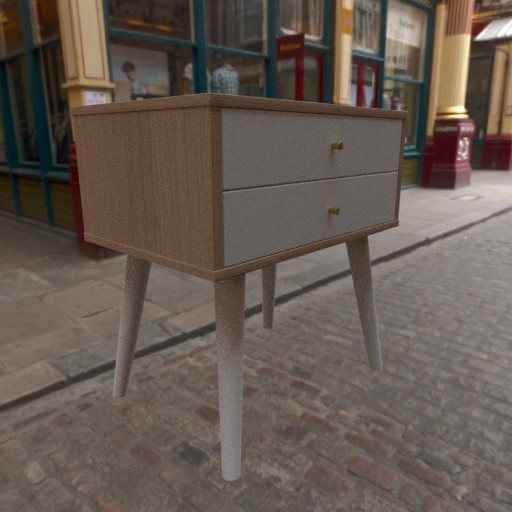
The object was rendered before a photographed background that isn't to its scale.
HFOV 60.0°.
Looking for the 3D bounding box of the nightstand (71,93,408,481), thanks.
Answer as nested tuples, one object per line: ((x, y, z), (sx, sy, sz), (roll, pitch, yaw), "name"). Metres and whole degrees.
((0.000, 0.000, 0.968), (0.407, 0.610, 0.571), (14, 20, 41), "nightstand")
